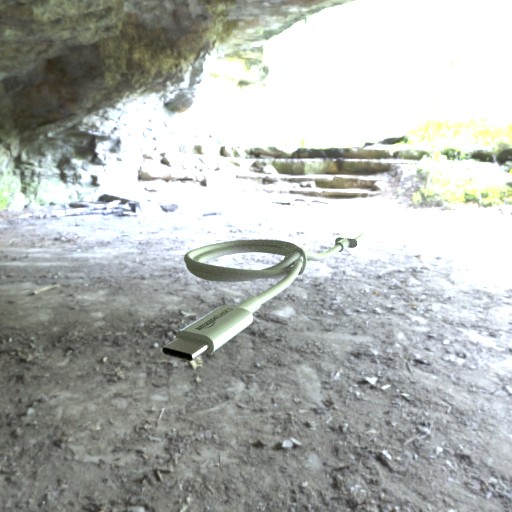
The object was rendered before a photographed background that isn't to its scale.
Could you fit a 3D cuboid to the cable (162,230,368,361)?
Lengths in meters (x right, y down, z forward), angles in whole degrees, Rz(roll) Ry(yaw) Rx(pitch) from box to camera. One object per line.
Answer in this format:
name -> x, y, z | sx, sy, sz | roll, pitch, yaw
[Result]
cable -> 0.000, 0.000, 0.228 | 0.070, 0.014, 0.203 | 7, 16, 26
